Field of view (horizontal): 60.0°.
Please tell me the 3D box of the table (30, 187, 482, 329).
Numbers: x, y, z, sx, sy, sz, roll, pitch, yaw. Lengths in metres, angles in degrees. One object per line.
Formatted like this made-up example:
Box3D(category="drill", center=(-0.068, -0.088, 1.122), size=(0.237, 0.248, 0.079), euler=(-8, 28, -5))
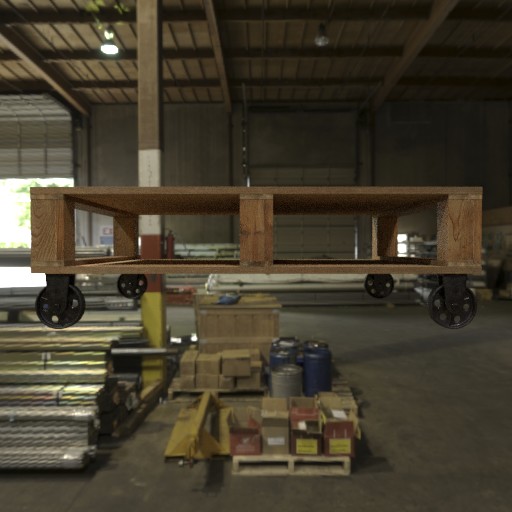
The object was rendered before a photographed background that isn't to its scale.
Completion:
Box3D(category="table", center=(0.000, 0.000, 1.689), size=(1.299, 0.413, 0.827), euler=(0, 1, 0))
